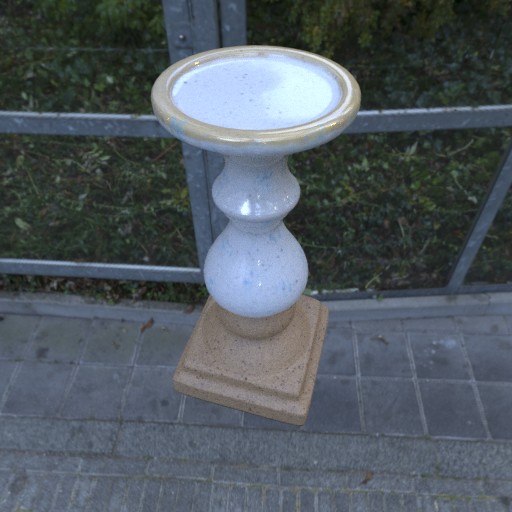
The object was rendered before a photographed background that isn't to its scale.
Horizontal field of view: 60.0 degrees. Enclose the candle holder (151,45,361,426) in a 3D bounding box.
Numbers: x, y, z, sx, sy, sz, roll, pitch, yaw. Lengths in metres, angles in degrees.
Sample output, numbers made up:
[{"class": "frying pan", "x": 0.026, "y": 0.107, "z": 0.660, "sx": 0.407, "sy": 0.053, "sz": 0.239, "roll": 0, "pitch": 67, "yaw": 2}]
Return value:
[{"class": "candle holder", "x": 0.000, "y": 0.000, "z": 0.300, "sx": 0.110, "sy": 0.239, "sz": 0.110, "roll": 12, "pitch": 47, "yaw": 11}]
